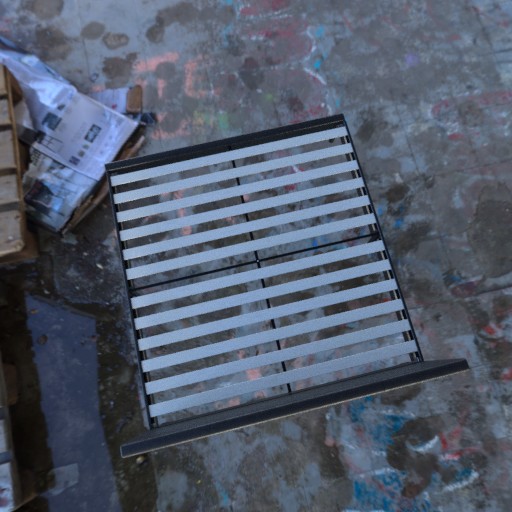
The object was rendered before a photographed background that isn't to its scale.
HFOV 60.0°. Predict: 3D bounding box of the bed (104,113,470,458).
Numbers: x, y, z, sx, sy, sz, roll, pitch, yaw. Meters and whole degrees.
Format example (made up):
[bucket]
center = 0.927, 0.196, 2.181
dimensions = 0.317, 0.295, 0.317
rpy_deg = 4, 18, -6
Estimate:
[bed]
center = 0.000, 0.000, 3.241
dimensions = 2.018, 1.046, 2.152
rpy_deg = -13, 76, -3
